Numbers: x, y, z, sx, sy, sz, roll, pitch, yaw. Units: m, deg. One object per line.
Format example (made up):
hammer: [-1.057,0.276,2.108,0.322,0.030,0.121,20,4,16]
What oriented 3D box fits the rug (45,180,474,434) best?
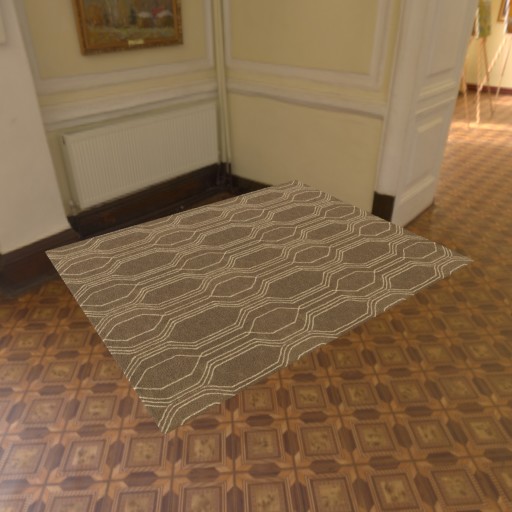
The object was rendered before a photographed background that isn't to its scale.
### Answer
rug: [0.000,0.000,4.049,3.062,0.012,2.457,-21,37,-31]
